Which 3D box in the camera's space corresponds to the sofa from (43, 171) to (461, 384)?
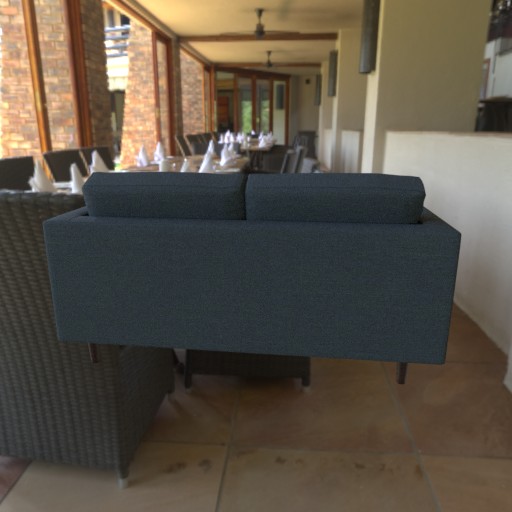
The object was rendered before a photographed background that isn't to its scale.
[{"bbox_3d":[0.000,0.000,2.274,1.659,0.907,0.999,2,16,7],"label":"sofa"}]
